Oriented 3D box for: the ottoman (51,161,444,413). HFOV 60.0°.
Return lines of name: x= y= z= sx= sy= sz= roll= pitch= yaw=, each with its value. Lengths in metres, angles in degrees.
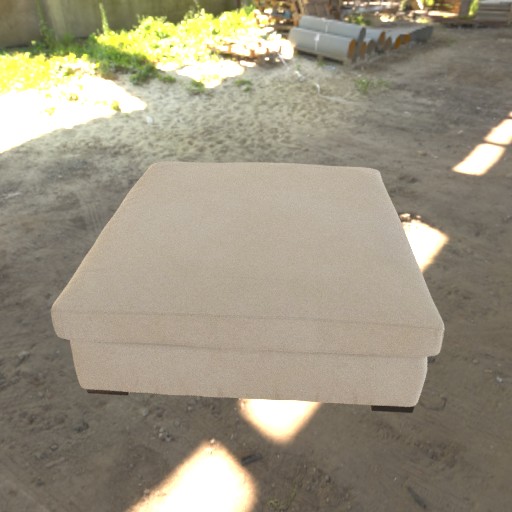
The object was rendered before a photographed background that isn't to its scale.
ottoman: x=0.000 y=0.000 z=1.875 sx=1.205 sy=0.522 sz=1.190 roll=2 pitch=33 yaw=3
